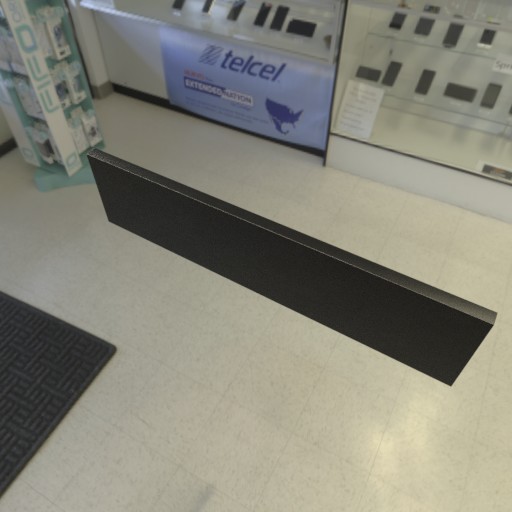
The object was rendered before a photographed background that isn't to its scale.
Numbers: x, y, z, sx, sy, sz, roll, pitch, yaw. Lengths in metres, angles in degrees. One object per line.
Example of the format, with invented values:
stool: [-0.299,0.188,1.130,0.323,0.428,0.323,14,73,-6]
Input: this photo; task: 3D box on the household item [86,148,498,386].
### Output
household item: [0.000,0.000,1.053,1.001,0.236,0.030,24,52,21]
